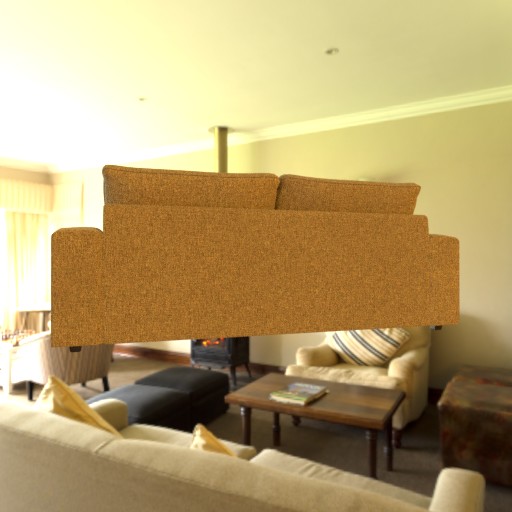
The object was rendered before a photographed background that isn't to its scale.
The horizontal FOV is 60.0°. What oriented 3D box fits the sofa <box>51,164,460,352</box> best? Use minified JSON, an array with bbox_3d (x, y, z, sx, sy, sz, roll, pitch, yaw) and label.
[{"bbox_3d":[0.000,0.000,2.860,2.299,0.922,1.040,0,0,-18],"label":"sofa"}]
